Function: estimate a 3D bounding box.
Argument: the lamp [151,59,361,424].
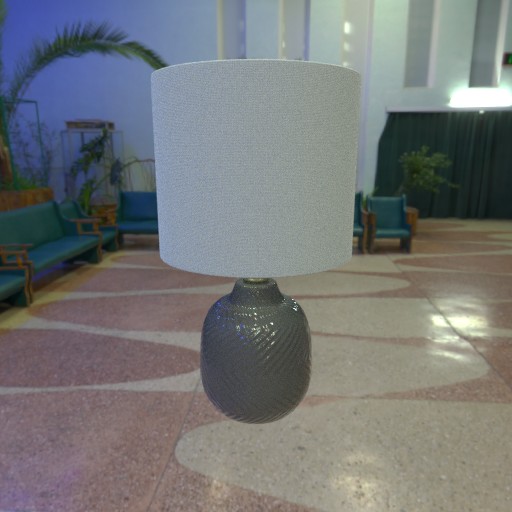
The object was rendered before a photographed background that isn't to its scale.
[{"bbox_3d":[0.000,0.000,0.489,0.207,0.366,0.207,2,14,8],"label":"lamp"}]
